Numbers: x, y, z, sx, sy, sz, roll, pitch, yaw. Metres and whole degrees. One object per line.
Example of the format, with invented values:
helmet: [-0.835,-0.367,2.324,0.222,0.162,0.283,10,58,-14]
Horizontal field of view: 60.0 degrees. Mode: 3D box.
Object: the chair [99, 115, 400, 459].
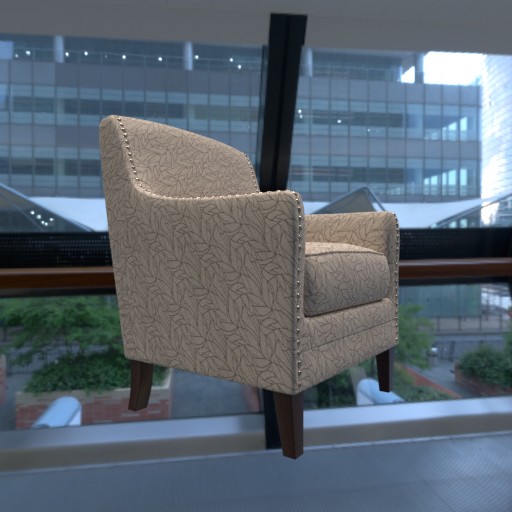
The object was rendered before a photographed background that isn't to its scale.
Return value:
chair: [0.000,0.000,1.300,0.651,0.816,0.623,0,0,36]
